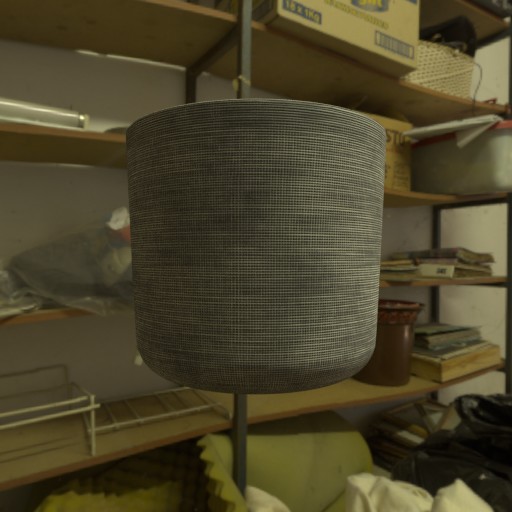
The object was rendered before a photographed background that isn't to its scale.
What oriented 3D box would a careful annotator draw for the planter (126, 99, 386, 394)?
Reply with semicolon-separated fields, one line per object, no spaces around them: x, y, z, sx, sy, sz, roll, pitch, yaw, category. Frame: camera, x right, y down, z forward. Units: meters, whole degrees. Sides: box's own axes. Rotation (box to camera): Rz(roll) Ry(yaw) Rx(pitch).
0.000;0.000;0.780;0.440;0.398;0.440;0;0;0;planter
